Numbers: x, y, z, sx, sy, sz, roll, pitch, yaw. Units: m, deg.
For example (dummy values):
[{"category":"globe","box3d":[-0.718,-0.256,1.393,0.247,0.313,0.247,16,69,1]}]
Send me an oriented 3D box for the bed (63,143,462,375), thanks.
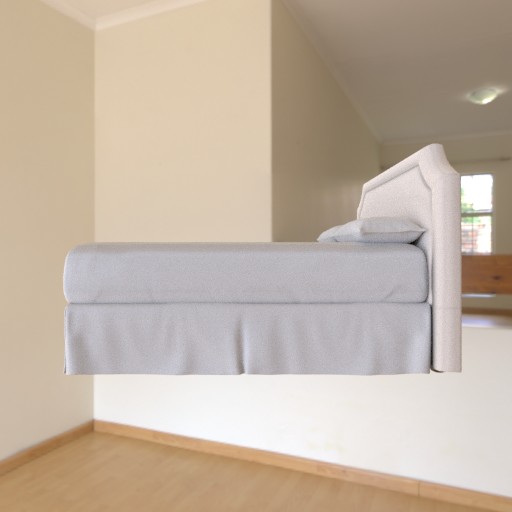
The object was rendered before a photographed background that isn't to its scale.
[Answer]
[{"category":"bed","box3d":[0.000,0.000,3.209,2.164,1.297,1.828,0,0,-1]}]
